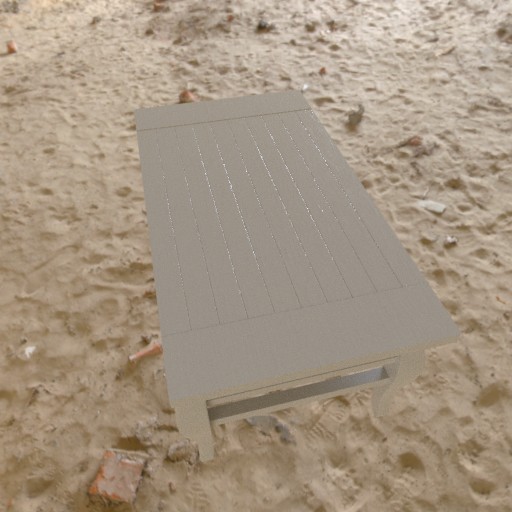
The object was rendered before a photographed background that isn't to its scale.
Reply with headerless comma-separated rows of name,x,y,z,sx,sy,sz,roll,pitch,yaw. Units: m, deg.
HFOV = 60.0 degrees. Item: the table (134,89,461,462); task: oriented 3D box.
table,0.000,0.000,1.370,0.600,0.495,1.062,-10,48,-10
